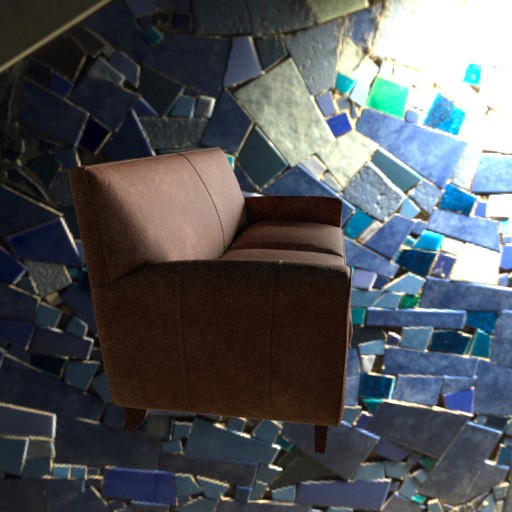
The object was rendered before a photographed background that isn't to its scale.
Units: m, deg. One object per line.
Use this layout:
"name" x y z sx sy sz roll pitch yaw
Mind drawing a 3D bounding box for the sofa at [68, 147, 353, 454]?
"sofa" 0.000 0.000 1.934 0.787 0.871 1.473 3 16 9
